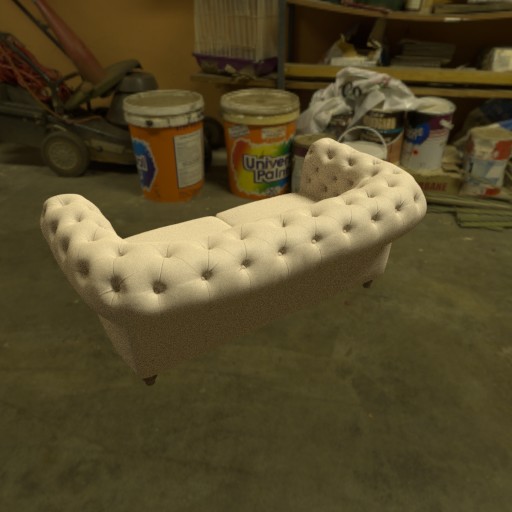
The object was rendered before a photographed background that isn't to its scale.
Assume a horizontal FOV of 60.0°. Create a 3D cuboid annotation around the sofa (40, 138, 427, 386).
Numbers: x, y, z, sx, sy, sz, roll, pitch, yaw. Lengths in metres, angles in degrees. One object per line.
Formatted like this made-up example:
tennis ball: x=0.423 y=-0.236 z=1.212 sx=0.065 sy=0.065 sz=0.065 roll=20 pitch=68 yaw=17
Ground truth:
sofa: x=0.000 y=0.000 z=2.499 sx=1.988 sy=0.835 sz=1.069 roll=-19 pitch=36 yaw=-28
